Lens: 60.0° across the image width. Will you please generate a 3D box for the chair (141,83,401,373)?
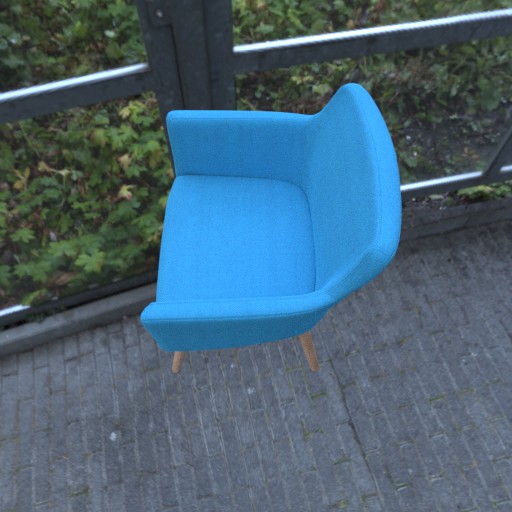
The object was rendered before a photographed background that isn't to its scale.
[{"bbox_3d":[0.000,0.000,1.176,0.540,0.780,0.570,-1,60,0],"label":"chair"}]
